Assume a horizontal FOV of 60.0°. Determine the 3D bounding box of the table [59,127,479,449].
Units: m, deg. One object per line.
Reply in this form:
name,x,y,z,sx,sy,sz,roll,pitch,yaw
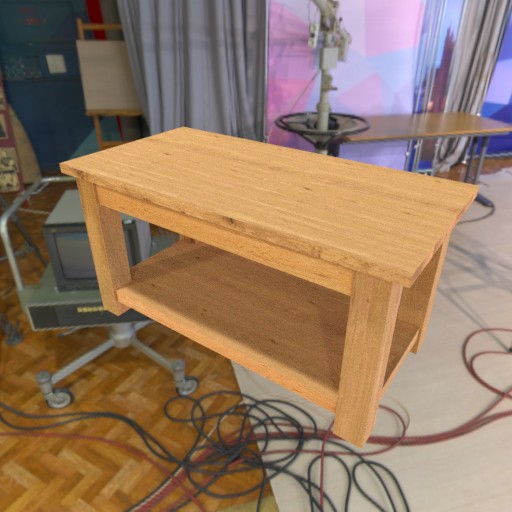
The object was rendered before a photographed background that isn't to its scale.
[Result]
table,0.000,0.000,1.166,0.899,0.452,0.450,20,36,30
